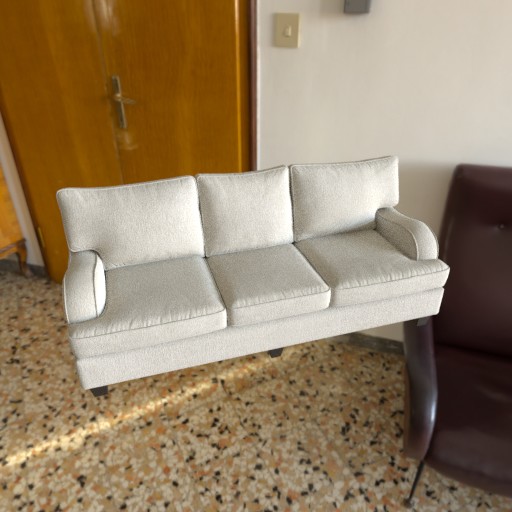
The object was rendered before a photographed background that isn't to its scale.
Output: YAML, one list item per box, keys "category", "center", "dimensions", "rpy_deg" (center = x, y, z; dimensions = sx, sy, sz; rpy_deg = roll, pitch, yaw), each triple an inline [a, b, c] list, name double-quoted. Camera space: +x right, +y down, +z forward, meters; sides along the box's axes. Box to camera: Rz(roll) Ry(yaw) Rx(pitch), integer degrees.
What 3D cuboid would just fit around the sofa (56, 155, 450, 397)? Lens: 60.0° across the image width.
- category: "sofa"
  center: [0.000, 0.000, 2.908]
  dimensions: [2.323, 0.991, 1.016]
  rpy_deg: [-9, 32, -15]
